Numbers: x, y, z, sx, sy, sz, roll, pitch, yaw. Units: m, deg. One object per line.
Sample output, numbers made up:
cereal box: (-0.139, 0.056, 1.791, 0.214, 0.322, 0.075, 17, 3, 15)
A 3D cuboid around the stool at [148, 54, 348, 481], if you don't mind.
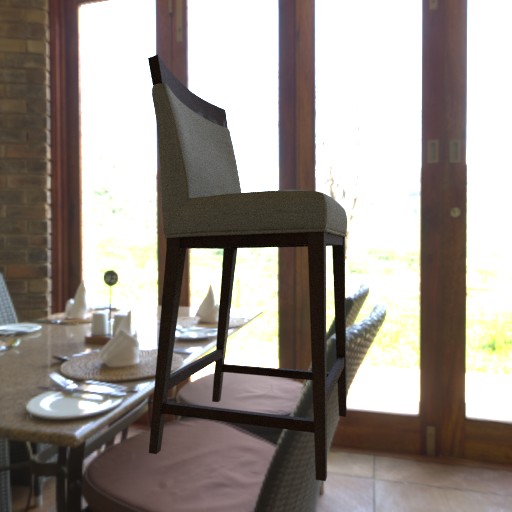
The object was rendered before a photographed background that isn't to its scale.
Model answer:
stool: (0.000, 0.000, 1.406, 0.531, 1.117, 0.511, 0, 1, 18)
